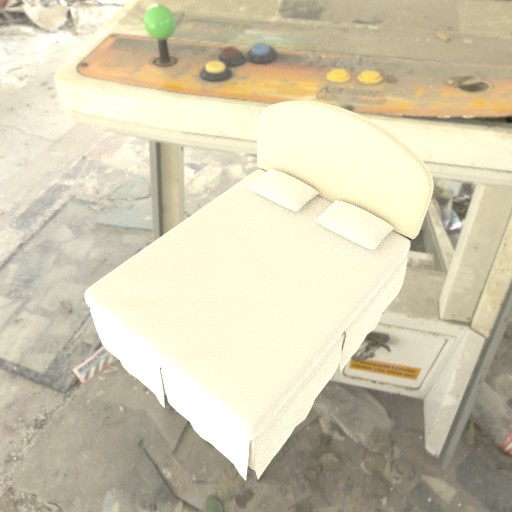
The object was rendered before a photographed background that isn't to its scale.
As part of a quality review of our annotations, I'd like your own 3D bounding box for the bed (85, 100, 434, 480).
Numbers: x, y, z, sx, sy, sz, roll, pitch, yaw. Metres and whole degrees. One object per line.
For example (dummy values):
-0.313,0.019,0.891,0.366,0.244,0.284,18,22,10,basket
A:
0.000,0.000,3.093,1.607,1.410,2.005,30,53,27,bed
